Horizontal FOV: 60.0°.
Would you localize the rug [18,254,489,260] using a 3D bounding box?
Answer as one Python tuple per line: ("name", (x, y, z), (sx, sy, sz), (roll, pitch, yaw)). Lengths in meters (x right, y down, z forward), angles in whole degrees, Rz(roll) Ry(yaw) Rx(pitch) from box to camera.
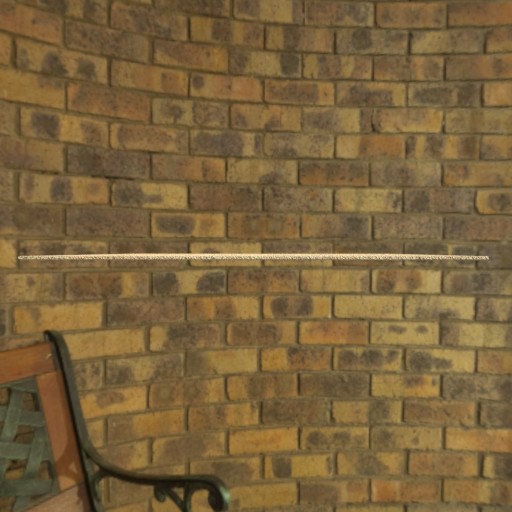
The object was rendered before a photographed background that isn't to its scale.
("rug", (0.000, 0.000, 4.018), (3.000, 0.025, 2.400), (0, 1, 2))
